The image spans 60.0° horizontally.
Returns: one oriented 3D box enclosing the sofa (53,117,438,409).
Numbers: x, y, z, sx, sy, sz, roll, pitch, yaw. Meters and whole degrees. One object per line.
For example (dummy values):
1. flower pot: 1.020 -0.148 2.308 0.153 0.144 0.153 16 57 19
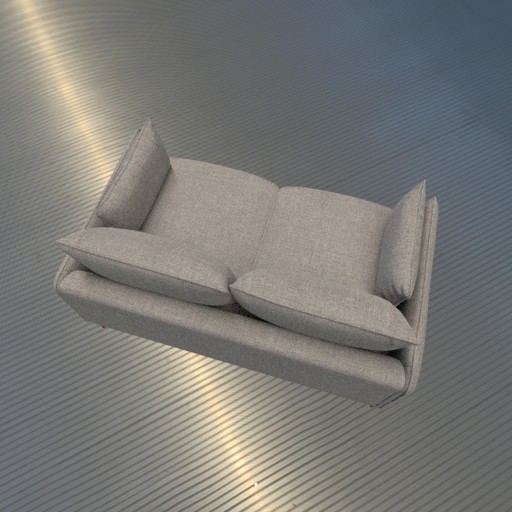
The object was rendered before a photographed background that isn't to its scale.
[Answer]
1. sofa: 0.000 0.000 2.117 1.580 0.851 0.972 15 64 7
